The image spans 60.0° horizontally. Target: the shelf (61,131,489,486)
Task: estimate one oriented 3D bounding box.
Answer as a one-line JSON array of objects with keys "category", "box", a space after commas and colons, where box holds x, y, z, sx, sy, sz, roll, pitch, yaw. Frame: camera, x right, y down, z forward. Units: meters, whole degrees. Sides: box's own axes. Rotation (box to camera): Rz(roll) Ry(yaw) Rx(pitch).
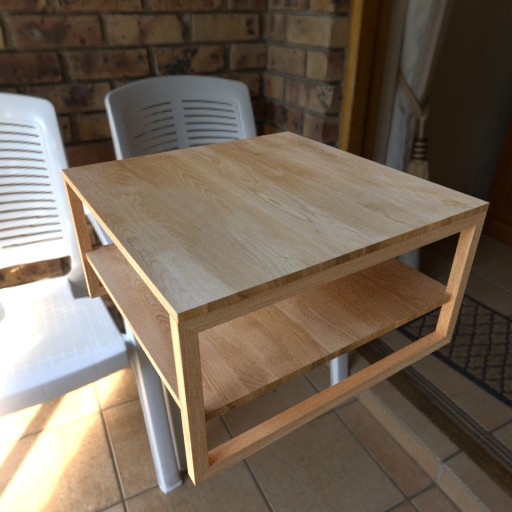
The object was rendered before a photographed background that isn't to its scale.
[{"category": "shelf", "box": [0.000, 0.000, 1.413, 0.899, 0.480, 0.899, -18, 34, -28]}]
